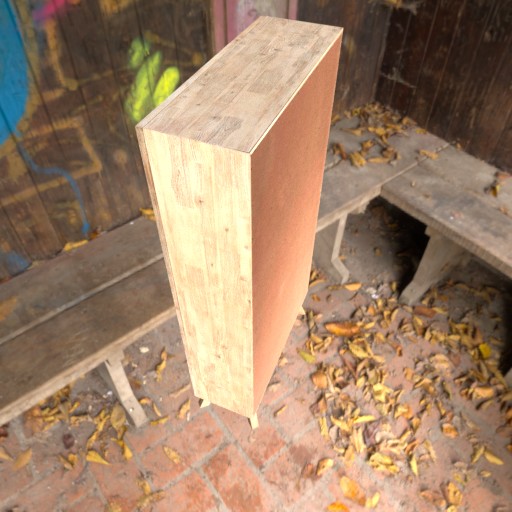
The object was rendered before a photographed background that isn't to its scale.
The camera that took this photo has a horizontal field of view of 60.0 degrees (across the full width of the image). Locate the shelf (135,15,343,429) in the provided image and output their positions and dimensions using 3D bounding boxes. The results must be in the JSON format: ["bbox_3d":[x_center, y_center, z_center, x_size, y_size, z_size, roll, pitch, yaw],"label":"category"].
[{"bbox_3d":[0.000,0.000,1.725,0.308,1.471,0.748,17,49,15],"label":"shelf"}]
